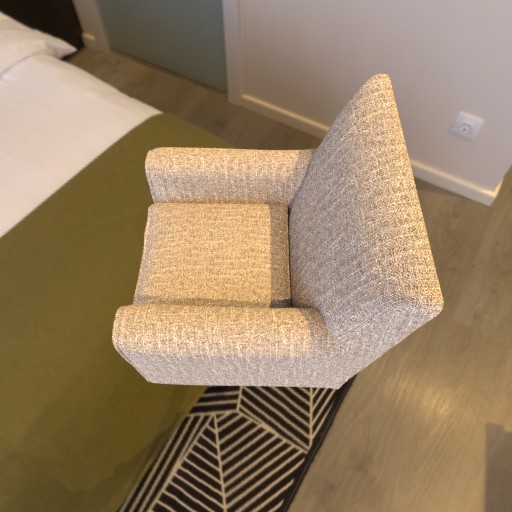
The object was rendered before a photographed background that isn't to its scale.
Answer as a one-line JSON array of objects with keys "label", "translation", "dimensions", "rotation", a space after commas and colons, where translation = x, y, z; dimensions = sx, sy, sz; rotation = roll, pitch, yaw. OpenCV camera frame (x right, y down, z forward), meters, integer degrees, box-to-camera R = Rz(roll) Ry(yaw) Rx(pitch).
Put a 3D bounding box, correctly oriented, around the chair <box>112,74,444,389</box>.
[{"label": "chair", "translation": [0.000, 0.000, 1.622], "dimensions": [0.873, 0.928, 0.864], "rotation": [0, 58, 0]}]
